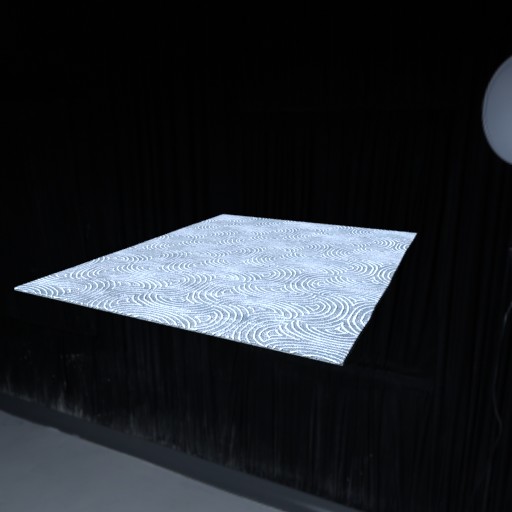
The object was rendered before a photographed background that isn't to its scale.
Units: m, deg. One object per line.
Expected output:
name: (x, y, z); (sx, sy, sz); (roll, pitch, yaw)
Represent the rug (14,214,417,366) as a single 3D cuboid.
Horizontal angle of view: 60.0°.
rug: (0.000, 0.000, 4.029); (2.456, 0.021, 3.042); (8, 18, 25)
